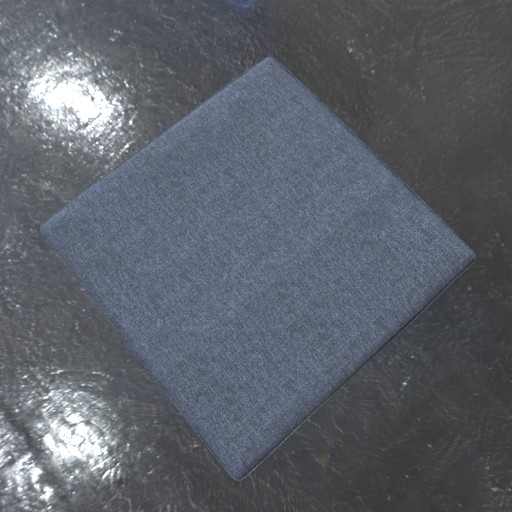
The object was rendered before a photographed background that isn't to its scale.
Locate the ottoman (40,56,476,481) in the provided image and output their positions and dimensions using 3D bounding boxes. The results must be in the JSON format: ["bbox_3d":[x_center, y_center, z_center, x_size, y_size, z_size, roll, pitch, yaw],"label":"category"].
[{"bbox_3d":[0.000,0.000,1.569,1.023,0.423,1.017,-39,79,-10],"label":"ottoman"}]
